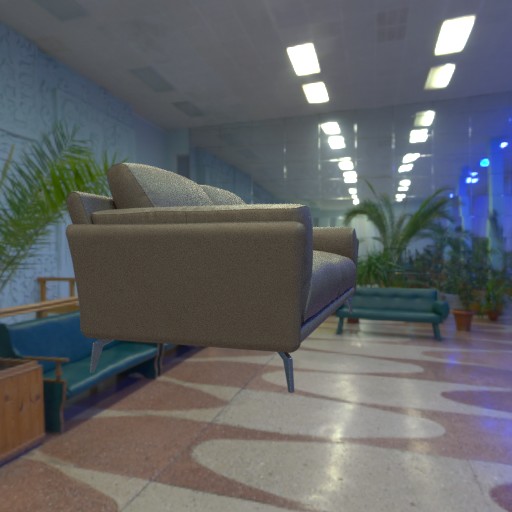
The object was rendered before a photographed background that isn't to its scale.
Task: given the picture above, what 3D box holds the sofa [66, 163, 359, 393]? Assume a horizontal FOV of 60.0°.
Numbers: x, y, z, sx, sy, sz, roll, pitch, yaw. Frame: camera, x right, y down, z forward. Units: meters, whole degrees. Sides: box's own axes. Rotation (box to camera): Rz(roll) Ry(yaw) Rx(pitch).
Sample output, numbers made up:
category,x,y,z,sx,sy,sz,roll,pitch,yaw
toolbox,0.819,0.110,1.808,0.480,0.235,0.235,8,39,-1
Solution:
category,x,y,z,sx,sy,sz,roll,pitch,yaw
sofa,0.000,0.000,2.660,1.049,0.930,2.101,0,1,18
